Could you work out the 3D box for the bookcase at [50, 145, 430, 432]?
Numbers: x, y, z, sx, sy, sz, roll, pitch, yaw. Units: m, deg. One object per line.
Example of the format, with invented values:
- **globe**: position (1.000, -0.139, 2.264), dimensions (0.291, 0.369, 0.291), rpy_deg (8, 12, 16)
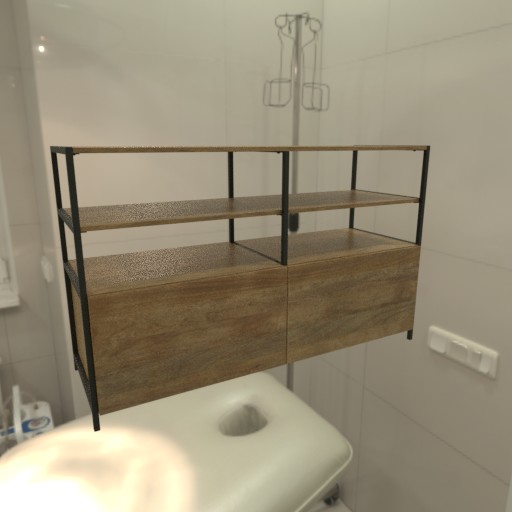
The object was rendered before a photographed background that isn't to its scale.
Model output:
- **bookcase**: position (0.000, 0.000, 1.475), dimensions (1.149, 0.712, 0.391), rpy_deg (-8, 16, -28)
